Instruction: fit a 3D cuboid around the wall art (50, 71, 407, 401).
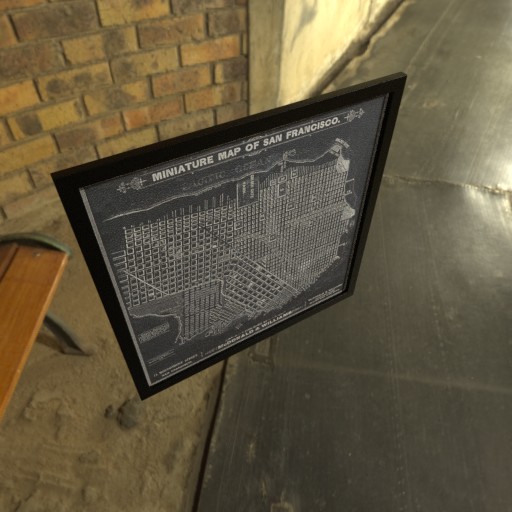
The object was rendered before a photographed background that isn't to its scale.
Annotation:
[{"bbox_3d":[0.000,0.000,0.671,0.457,0.458,0.012,-23,50,-21],"label":"wall art"}]
